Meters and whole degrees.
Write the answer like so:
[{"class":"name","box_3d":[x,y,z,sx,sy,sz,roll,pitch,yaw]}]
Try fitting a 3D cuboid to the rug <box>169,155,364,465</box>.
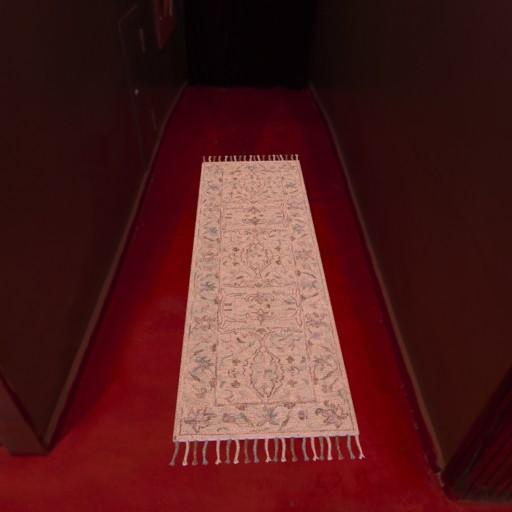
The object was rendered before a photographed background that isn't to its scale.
[{"class":"rug","box_3d":[0.000,0.000,2.646,0.769,0.013,2.440,-1,41,-2]}]
